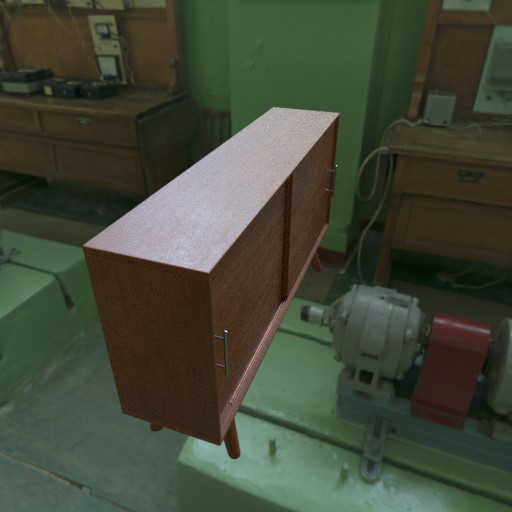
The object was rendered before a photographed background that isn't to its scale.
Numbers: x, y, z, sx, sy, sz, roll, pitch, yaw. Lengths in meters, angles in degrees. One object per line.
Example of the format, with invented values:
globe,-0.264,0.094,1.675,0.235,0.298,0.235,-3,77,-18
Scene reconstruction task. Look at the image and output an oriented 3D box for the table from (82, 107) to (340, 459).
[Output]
table,0.000,0.000,1.516,0.308,0.698,1.220,11,34,17
